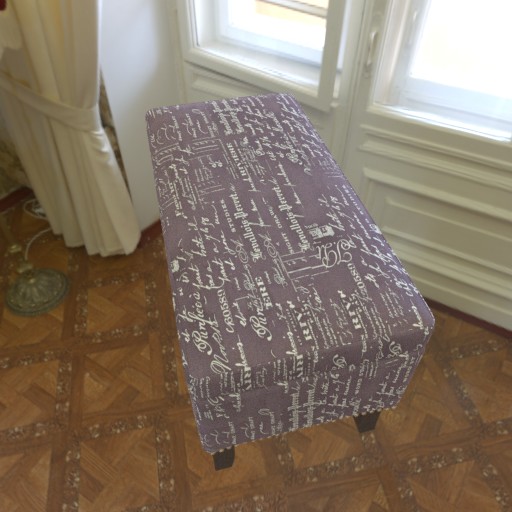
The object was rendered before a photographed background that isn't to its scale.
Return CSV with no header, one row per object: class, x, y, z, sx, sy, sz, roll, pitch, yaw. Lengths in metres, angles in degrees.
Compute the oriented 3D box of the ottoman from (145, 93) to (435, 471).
ottoman,0.000,0.000,1.068,0.406,0.457,0.813,-10,48,-10
